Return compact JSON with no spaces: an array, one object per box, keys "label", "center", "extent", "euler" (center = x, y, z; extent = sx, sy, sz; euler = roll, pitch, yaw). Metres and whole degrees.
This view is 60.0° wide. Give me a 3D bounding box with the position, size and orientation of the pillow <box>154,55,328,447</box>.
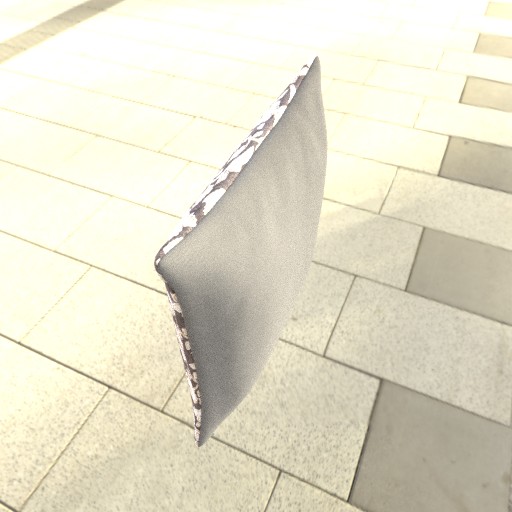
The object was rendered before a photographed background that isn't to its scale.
[{"label":"pillow","center":[0.000,0.000,0.783],"extent":[0.166,0.507,0.526],"euler":[17,49,15]}]
